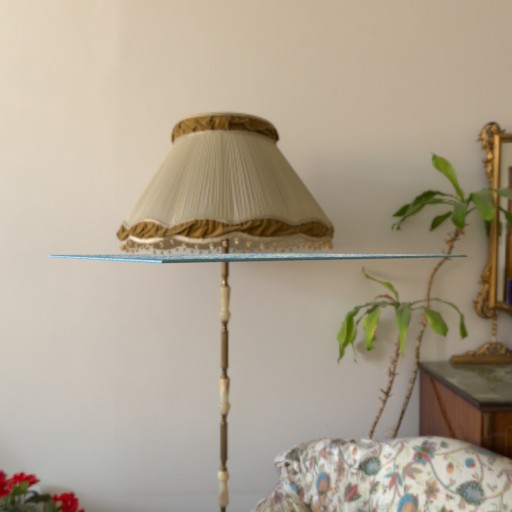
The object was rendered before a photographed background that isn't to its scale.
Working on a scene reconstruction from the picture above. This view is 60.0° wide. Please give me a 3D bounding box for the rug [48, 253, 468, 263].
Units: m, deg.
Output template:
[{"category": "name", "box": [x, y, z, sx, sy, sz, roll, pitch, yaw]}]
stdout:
[{"category": "rug", "box": [0.000, 0.000, 3.979, 2.964, 0.018, 2.350, -1, 1, -38]}]
